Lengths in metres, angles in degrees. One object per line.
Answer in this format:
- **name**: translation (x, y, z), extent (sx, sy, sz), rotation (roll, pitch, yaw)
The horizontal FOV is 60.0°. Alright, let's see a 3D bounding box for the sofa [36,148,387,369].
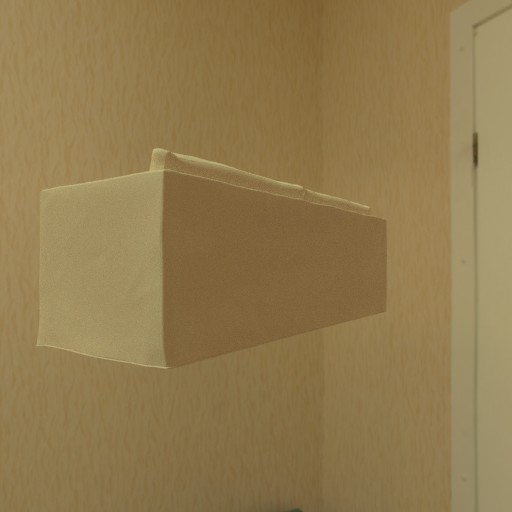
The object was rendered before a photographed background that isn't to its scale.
- **sofa**: translation (0.000, 0.000, 3.255), extent (1.036, 0.999, 2.779), rotation (-1, -1, 36)
